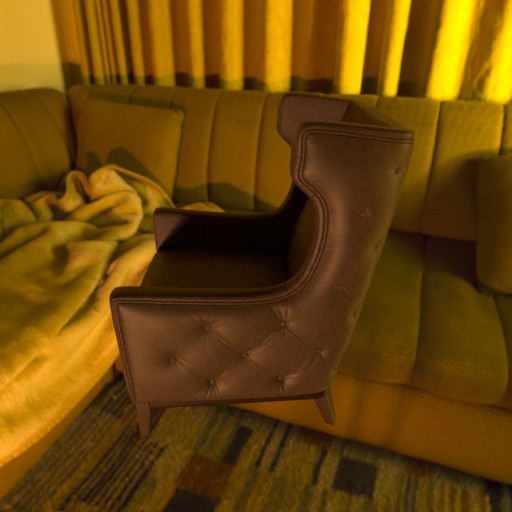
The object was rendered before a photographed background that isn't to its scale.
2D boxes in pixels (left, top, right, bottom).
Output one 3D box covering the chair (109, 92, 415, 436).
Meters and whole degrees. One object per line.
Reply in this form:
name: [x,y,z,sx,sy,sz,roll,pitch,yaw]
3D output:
chair: [0.000,0.000,1.646,0.899,1.079,0.769,0,26,-1]
